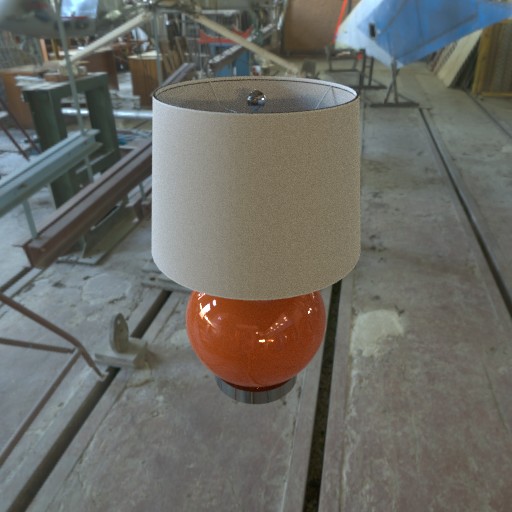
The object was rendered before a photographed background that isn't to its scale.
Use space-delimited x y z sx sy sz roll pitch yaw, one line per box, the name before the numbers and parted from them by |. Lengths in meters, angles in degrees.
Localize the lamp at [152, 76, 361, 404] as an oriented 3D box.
lamp | 0.000 0.000 0.545 0.247 0.387 0.247 0 30 0
